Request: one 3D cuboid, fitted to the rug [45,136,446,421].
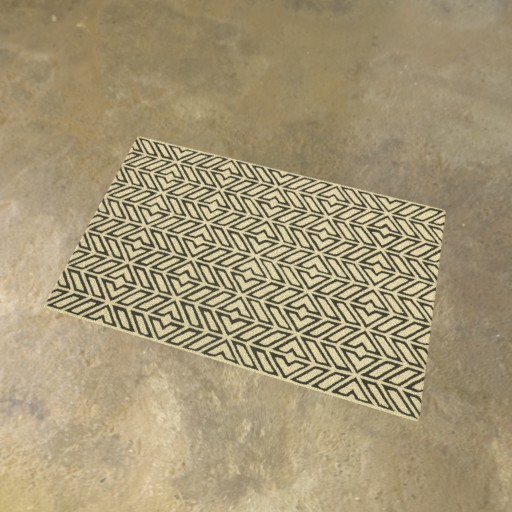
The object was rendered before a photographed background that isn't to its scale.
[{"bbox_3d":[0.000,0.000,3.066,2.438,0.008,1.523,15,64,8],"label":"rug"}]
